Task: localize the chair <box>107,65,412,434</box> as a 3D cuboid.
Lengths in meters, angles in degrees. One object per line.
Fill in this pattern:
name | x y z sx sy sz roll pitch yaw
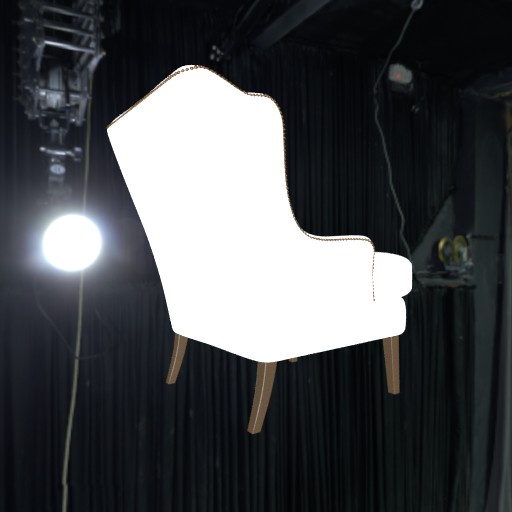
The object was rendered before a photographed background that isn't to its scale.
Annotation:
chair | 0.000 0.000 1.668 0.940 1.029 0.737 0 0 -35
